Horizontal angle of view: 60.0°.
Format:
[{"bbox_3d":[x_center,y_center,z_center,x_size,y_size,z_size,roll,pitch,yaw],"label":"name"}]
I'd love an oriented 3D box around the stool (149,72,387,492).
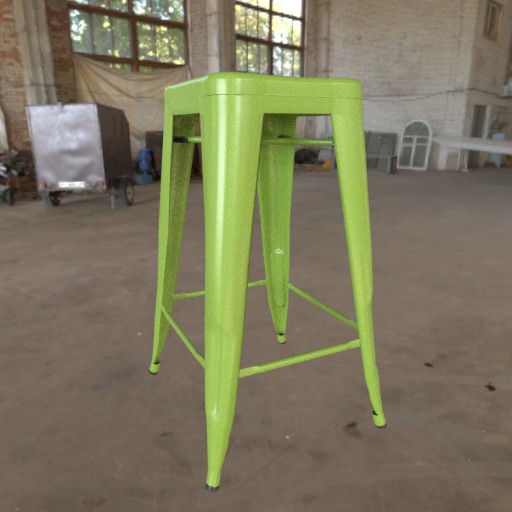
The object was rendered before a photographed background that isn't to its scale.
[{"bbox_3d":[0.000,0.000,0.836,0.358,0.609,0.398,-8,18,-25],"label":"stool"}]
